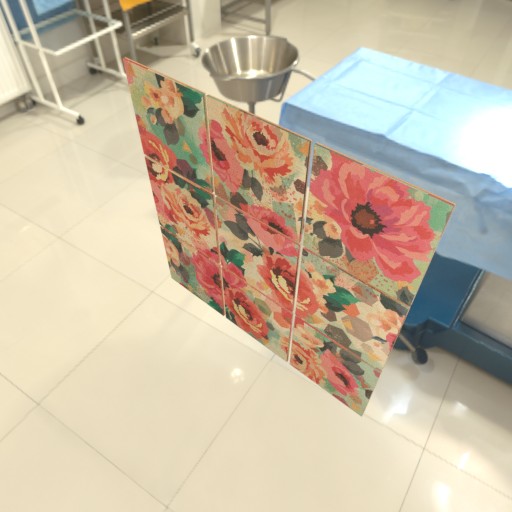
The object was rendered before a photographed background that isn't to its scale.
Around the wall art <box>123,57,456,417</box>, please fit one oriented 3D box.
[{"bbox_3d":[0.000,0.000,1.751,1.216,1.220,0.013,32,55,26],"label":"wall art"}]
